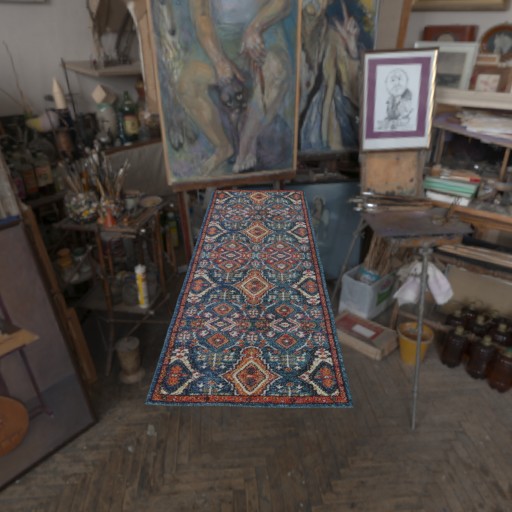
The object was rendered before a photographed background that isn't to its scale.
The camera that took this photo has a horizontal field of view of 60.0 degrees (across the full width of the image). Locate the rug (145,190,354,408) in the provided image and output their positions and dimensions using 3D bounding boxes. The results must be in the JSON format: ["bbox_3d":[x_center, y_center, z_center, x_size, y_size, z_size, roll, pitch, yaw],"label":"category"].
[{"bbox_3d":[0.000,0.000,2.767,0.801,0.010,2.459,1,28,1],"label":"rug"}]
